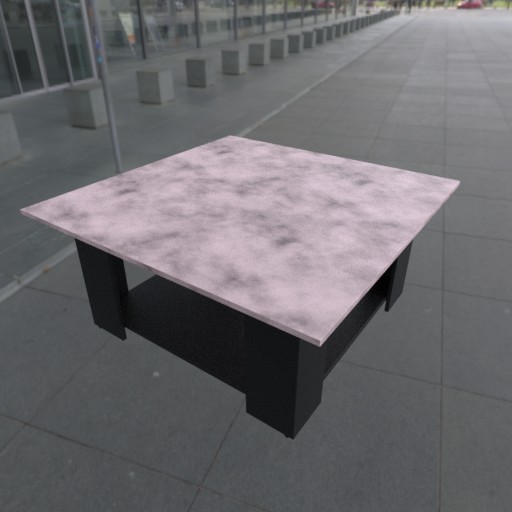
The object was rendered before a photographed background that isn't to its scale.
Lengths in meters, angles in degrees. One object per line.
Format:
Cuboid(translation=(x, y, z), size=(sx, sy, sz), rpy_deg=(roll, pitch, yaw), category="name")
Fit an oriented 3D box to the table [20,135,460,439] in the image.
Cuboid(translation=(0.000, 0.000, 1.021), size=(0.670, 0.305, 0.670), rpy_deg=(20, 36, 30), category="table")
